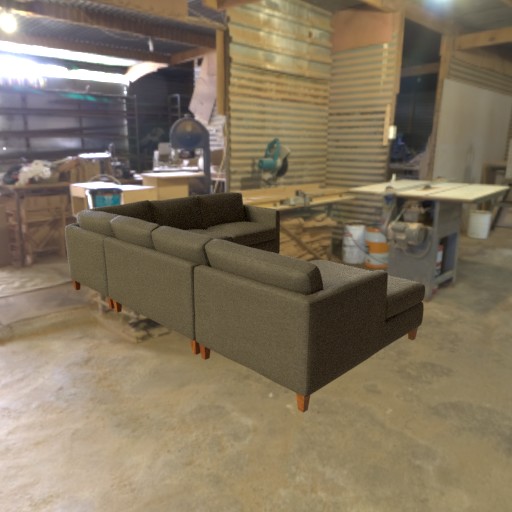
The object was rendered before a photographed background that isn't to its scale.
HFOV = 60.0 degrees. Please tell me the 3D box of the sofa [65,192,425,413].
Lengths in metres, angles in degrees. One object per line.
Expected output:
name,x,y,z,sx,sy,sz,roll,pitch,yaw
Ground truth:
sofa,0.000,0.000,4.642,2.594,0.961,3.460,-14,20,-43
